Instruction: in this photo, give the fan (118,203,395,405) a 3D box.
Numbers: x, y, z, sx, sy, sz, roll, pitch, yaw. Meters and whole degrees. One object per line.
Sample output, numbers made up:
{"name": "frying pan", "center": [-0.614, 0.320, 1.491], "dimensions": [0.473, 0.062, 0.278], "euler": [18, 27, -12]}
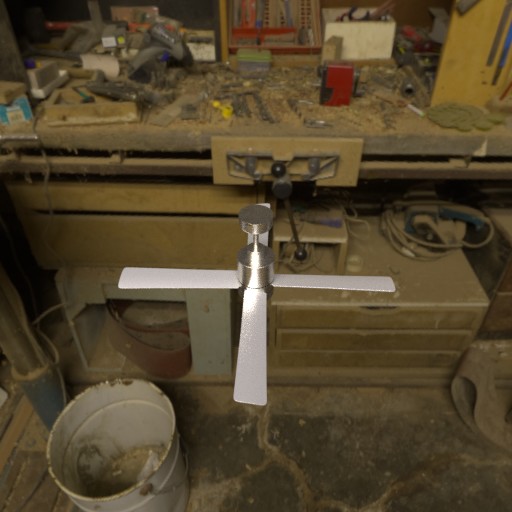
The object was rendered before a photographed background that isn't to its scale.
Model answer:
{"name": "fan", "center": [0.000, 0.000, 2.358], "dimensions": [1.525, 0.539, 1.525], "euler": [2, 40, 2]}
